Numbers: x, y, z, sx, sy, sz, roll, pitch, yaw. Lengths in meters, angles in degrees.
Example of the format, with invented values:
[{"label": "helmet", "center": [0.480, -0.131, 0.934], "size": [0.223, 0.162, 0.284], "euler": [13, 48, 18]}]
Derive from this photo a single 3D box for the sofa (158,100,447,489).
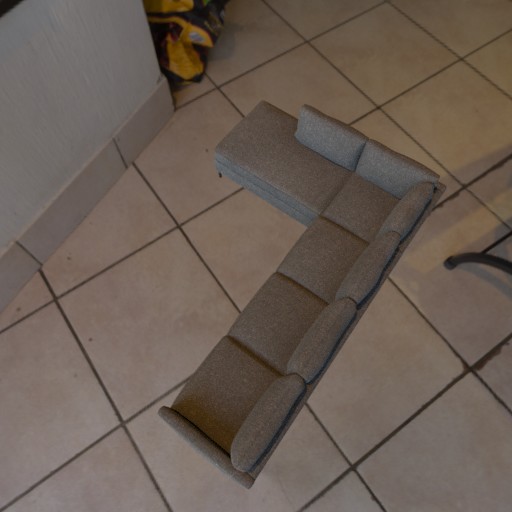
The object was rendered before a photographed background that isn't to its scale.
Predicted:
[{"label": "sofa", "center": [0.000, 0.000, 3.765], "size": [2.007, 0.815, 2.949], "euler": [33, 69, 15]}]
